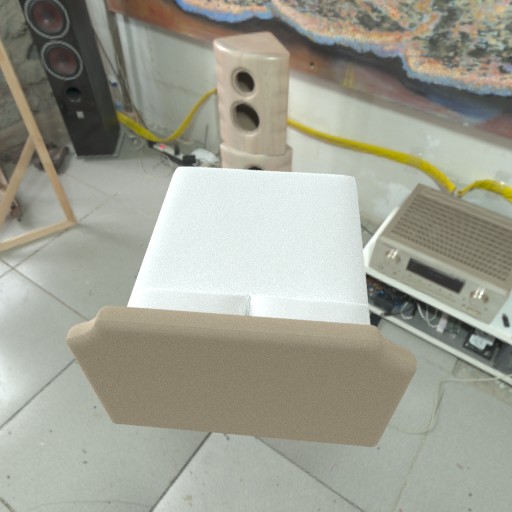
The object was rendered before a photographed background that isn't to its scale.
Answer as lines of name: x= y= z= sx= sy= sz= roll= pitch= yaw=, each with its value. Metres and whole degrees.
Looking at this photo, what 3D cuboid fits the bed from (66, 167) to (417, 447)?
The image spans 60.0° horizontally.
bed: x=0.000 y=0.000 z=3.299 sx=1.828 sy=1.301 sz=2.204 roll=4 pitch=48 yaw=3
